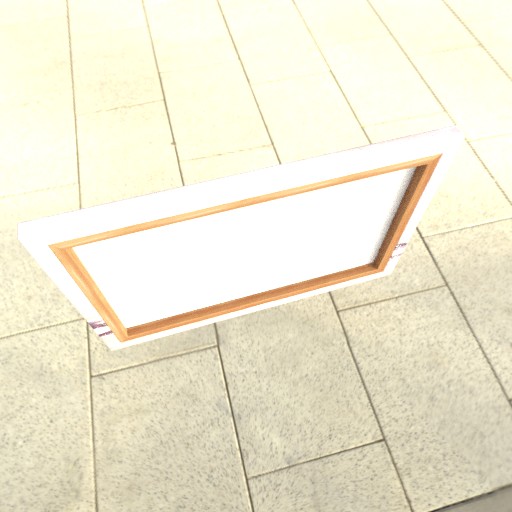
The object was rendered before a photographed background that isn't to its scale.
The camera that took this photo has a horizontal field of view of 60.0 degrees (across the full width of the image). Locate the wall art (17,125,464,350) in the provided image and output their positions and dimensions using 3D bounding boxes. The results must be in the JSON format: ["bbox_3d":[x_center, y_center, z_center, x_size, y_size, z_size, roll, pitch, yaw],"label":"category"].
[{"bbox_3d":[0.000,0.000,1.138,0.913,0.609,0.038,-14,60,-8],"label":"wall art"}]
